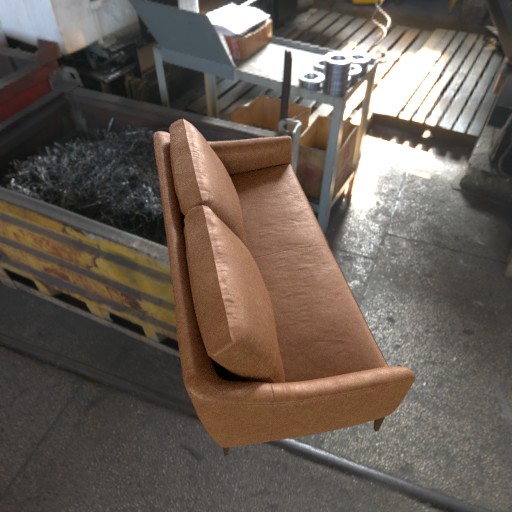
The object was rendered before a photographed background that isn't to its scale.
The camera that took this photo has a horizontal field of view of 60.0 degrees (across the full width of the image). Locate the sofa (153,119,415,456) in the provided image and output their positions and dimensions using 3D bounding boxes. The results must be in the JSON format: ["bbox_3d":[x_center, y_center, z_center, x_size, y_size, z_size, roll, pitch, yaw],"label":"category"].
[{"bbox_3d":[0.000,0.000,2.615,0.981,0.945,2.036,-9,47,-9],"label":"sofa"}]
